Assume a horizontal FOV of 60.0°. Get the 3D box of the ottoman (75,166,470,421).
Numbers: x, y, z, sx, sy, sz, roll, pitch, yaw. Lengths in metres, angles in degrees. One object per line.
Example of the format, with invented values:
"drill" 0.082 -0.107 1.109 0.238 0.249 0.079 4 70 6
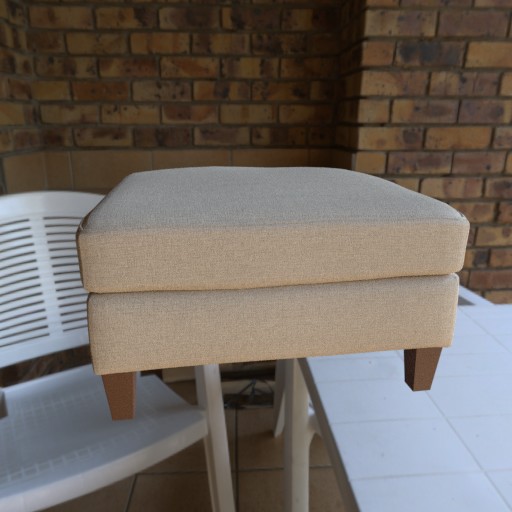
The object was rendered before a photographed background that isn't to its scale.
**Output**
"ottoman" 0.000 0.000 1.336 0.838 0.503 0.838 -3 17 -9
